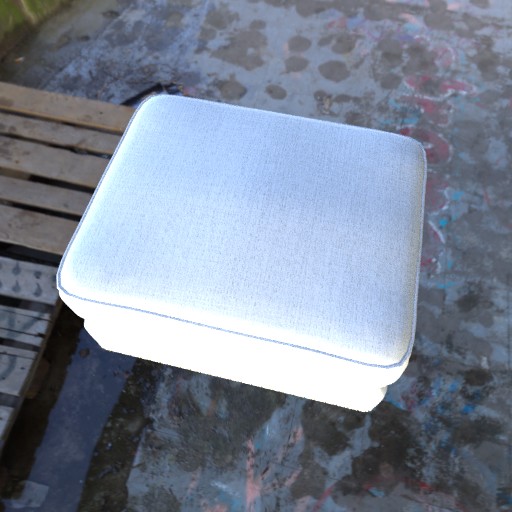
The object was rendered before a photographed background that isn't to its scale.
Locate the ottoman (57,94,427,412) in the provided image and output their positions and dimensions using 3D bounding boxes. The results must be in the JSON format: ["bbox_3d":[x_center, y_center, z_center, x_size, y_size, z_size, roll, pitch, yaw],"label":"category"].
[{"bbox_3d":[0.000,0.000,1.134,0.738,0.537,0.589,12,63,6],"label":"ottoman"}]
